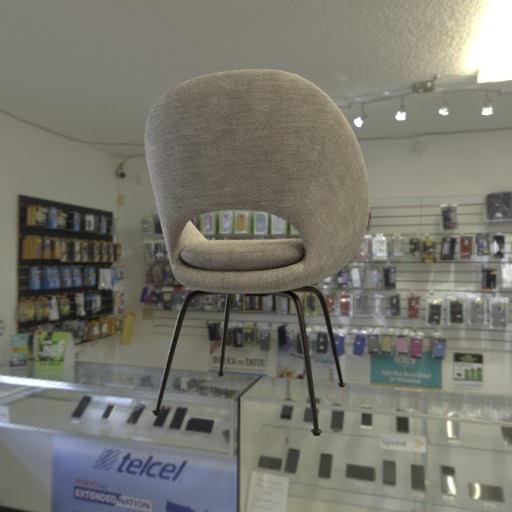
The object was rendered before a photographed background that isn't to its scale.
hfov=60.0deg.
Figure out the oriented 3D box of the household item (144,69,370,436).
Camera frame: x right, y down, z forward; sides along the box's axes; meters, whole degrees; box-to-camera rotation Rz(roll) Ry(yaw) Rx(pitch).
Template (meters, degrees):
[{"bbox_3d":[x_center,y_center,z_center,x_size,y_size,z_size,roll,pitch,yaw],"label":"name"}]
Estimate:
[{"bbox_3d":[0.000,0.000,1.305,0.643,0.869,0.587,0,-1,19],"label":"household item"}]
